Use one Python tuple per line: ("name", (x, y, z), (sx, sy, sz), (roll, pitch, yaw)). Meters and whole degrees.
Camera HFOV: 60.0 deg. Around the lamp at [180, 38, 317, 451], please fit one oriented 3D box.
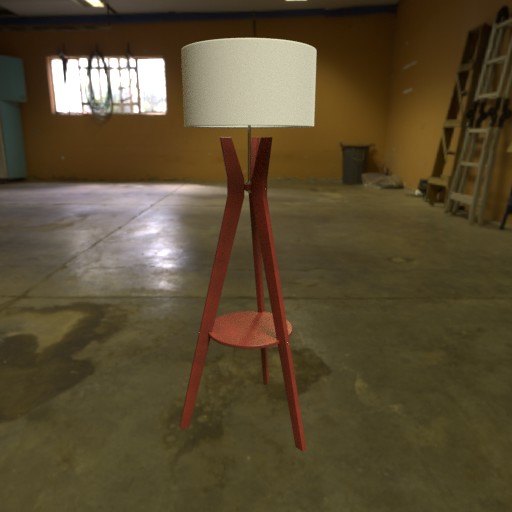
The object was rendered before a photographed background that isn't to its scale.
("lamp", (0.000, 0.000, 1.729), (0.539, 1.472, 0.542), (-14, 21, -43))
